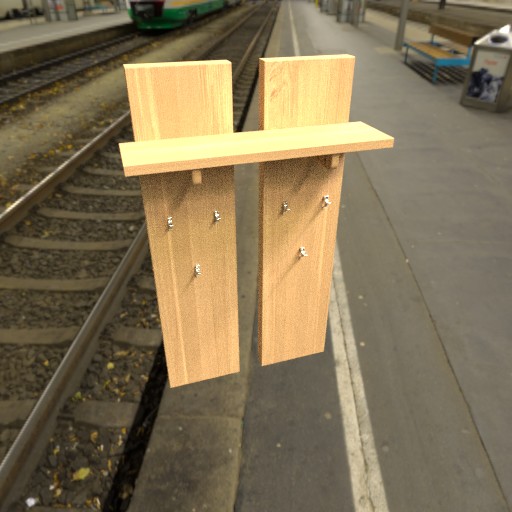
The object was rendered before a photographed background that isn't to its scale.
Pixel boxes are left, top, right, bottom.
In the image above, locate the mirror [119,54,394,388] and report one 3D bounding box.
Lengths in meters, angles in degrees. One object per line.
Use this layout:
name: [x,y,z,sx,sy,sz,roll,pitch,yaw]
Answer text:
mirror: [0.000,0.000,1.566,0.800,1.250,0.260,-10,33,-15]
